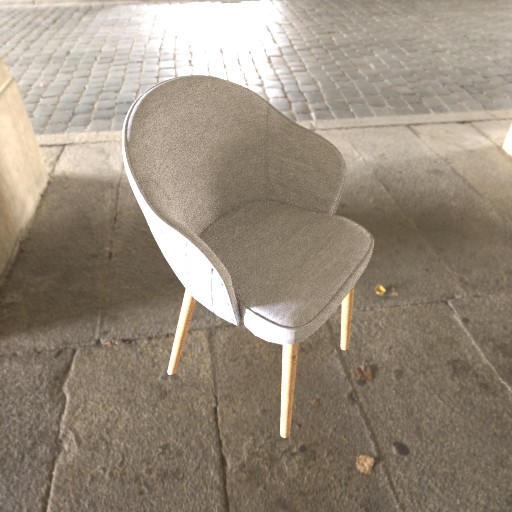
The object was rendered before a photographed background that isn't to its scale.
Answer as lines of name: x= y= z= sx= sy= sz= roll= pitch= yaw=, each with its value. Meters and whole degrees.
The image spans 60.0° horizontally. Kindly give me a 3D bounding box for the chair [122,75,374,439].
chair: x=0.000 y=0.000 z=1.159 sx=0.530 sy=0.800 sz=0.540 roll=24 pitch=45 yaw=26
